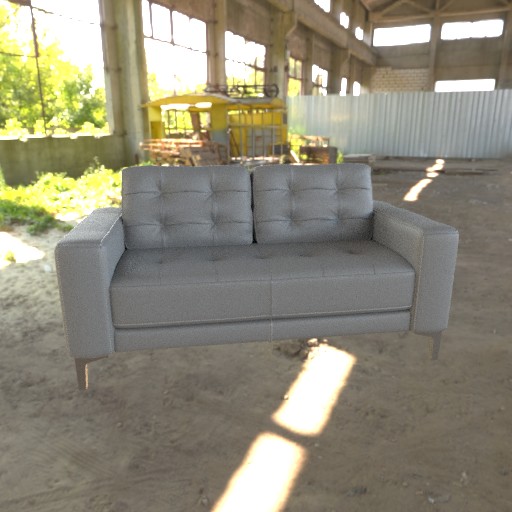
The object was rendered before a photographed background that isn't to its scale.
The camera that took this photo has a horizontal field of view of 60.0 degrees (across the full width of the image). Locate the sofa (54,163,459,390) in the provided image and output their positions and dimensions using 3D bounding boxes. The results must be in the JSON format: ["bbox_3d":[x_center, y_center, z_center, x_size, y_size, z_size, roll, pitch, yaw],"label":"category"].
[{"bbox_3d":[0.000,0.000,2.247,1.726,0.892,0.833,-2,16,-9],"label":"sofa"}]
